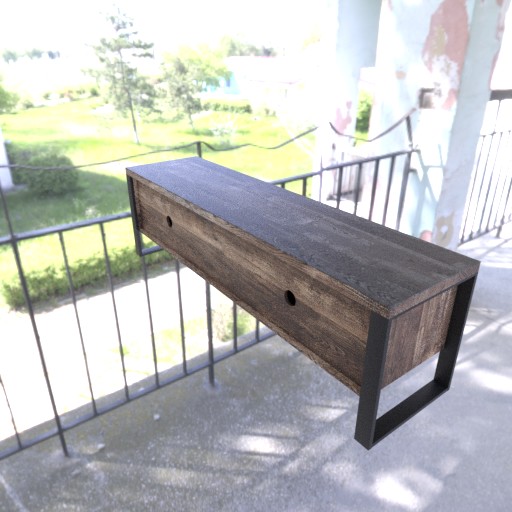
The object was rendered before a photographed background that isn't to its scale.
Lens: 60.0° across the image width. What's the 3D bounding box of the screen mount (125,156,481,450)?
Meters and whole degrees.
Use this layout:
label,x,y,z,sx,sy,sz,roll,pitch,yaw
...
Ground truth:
label,x,y,z,sx,sy,sz,roll,pitch,yaw
screen mount,0.000,0.000,1.740,0.395,0.450,1.524,-18,31,-33
